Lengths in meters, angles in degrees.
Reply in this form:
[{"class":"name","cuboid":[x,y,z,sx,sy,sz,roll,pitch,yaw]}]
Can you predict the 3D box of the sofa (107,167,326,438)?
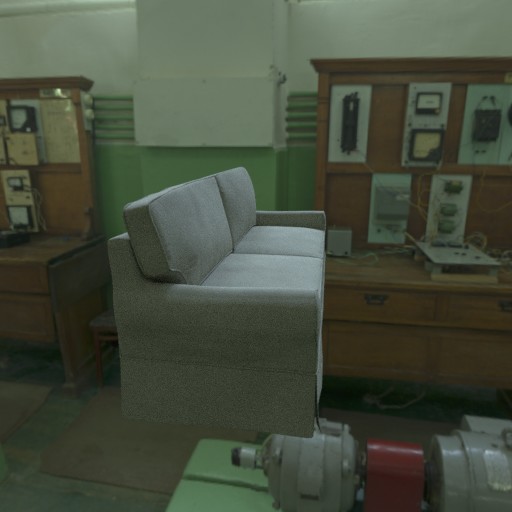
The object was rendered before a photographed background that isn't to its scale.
[{"class":"sofa","cuboid":[0.000,0.000,2.805,0.900,1.014,2.246,2,15,9]}]
